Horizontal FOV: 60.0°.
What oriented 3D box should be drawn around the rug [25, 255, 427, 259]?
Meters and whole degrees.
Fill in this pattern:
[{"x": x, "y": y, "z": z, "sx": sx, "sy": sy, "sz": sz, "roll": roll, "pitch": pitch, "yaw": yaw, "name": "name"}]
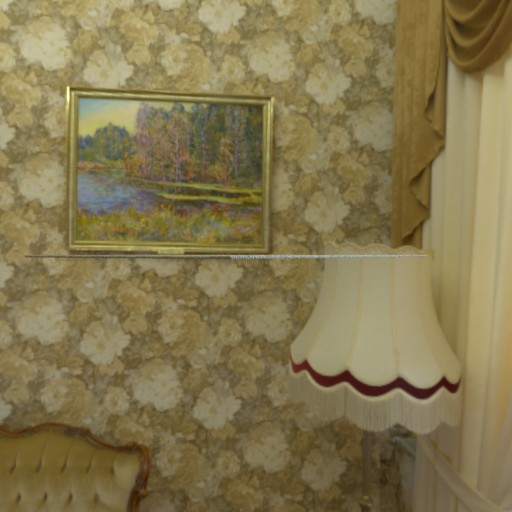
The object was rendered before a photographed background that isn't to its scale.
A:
[{"x": 0.000, "y": 0.000, "z": 2.936, "sx": 1.547, "sy": 0.013, "sz": 2.283, "roll": 0, "pitch": 0, "yaw": 38, "name": "rug"}]
